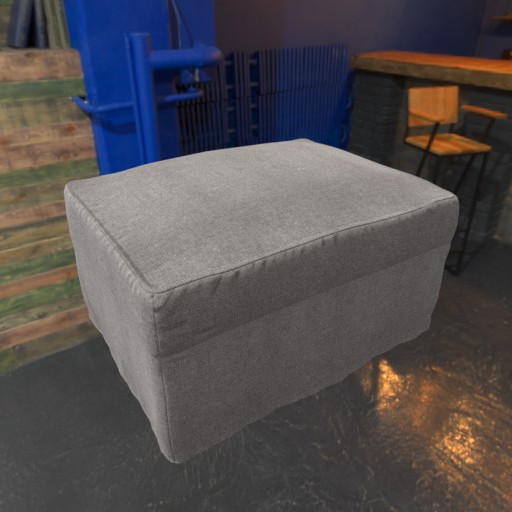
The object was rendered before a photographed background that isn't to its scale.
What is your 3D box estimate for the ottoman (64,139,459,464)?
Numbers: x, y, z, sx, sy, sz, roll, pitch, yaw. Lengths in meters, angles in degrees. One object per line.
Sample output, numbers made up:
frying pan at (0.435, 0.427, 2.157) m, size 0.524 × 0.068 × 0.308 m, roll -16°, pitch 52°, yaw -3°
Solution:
ottoman at (0.000, 0.000, 1.220) m, size 0.833 × 0.492 × 0.652 m, roll -18°, pitch 34°, yaw -29°
